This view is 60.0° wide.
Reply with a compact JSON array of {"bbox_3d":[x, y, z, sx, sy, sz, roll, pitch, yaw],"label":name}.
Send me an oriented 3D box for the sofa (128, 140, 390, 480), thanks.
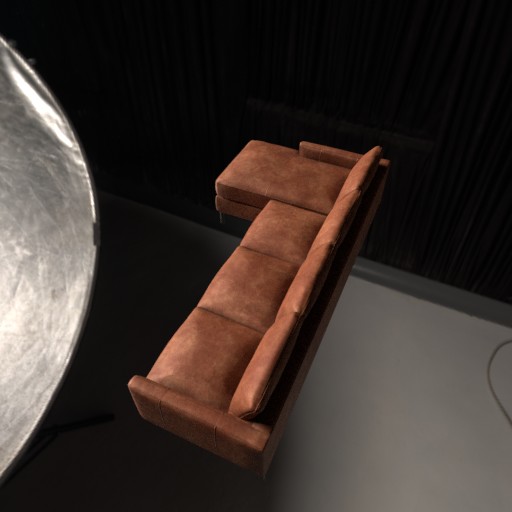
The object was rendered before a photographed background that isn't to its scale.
[{"bbox_3d":[0.000,0.000,3.656,1.471,0.859,2.993,18,49,17],"label":"sofa"}]
